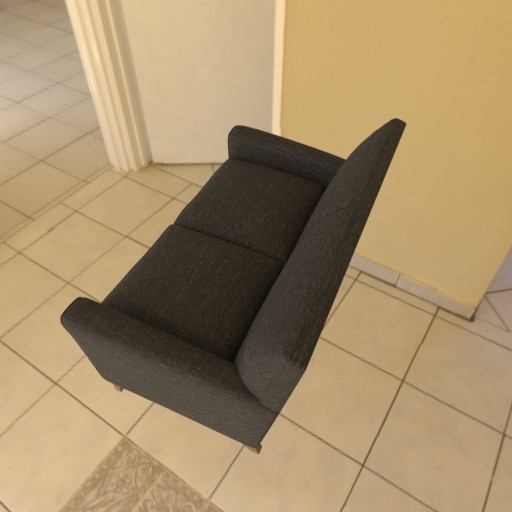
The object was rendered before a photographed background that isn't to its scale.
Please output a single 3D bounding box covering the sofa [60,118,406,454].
[{"bbox_3d":[0.000,0.000,1.969,0.875,0.846,1.420,18,49,16],"label":"sofa"}]
